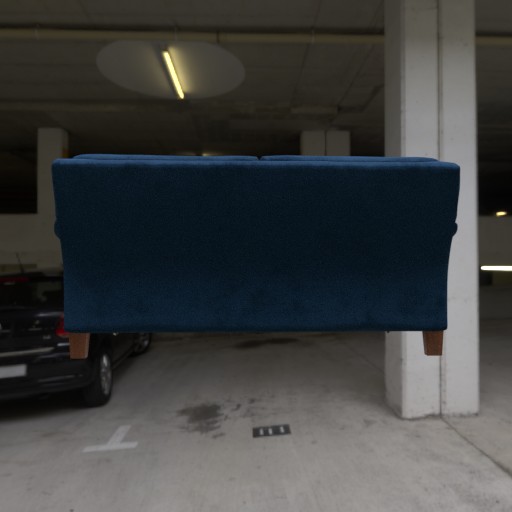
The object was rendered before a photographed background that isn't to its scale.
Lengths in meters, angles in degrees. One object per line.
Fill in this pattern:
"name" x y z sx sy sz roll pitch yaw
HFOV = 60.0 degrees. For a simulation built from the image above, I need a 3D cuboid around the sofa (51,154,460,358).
"sofa" 0.000 0.000 2.728 2.141 1.101 1.084 0 -1 -2
